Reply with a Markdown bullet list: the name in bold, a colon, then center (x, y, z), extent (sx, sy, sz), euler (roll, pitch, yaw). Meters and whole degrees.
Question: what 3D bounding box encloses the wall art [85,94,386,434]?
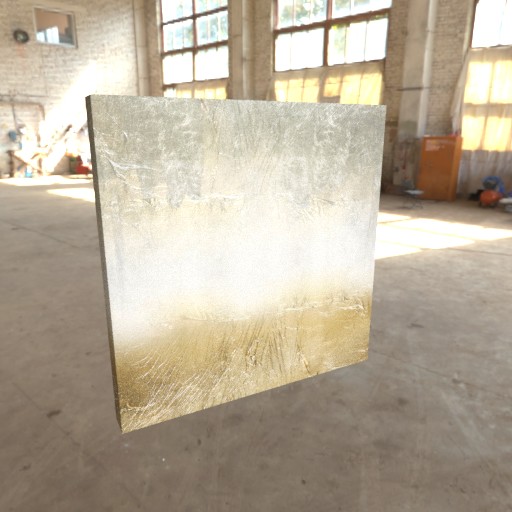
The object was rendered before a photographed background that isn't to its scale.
- **wall art**: center (0.000, 0.000, 0.616), extent (0.405, 0.407, 0.038), euler (-8, 18, -27)
